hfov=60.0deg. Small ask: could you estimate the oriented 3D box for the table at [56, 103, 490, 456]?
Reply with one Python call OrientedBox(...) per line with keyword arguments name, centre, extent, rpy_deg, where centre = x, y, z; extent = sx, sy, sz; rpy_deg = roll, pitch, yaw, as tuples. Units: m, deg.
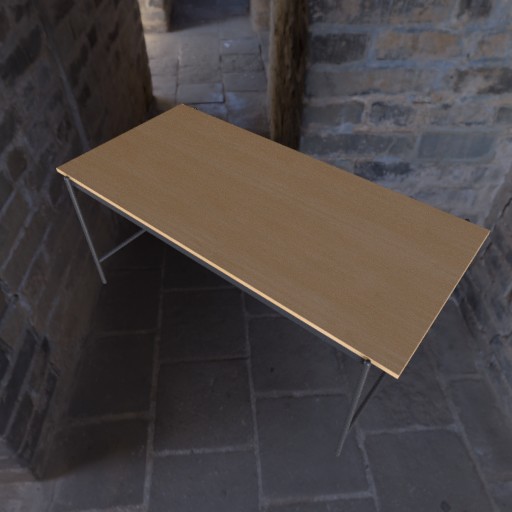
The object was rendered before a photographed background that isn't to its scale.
OrientedBox(name="table", centre=(0.000, 0.000, 2.262), extent=(1.800, 0.758, 0.900), rpy_deg=(29, 52, 26))
